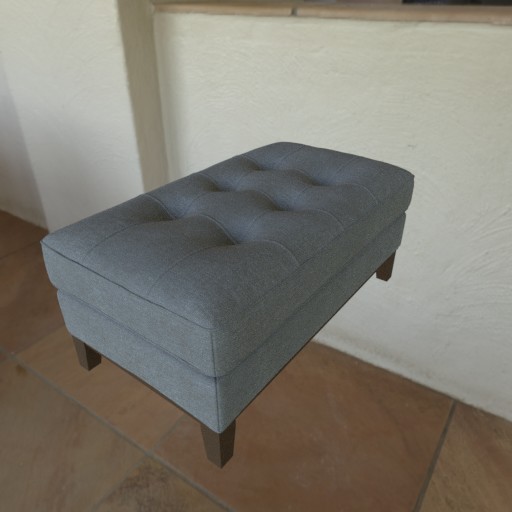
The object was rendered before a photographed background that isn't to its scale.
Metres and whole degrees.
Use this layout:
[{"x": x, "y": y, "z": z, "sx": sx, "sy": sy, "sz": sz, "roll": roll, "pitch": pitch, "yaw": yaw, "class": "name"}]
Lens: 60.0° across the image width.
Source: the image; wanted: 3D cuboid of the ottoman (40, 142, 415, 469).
[{"x": 0.000, "y": 0.000, "z": 1.506, "sx": 0.648, "sy": 0.514, "sz": 1.143, "roll": 21, "pitch": 37, "yaw": 31, "class": "ottoman"}]
